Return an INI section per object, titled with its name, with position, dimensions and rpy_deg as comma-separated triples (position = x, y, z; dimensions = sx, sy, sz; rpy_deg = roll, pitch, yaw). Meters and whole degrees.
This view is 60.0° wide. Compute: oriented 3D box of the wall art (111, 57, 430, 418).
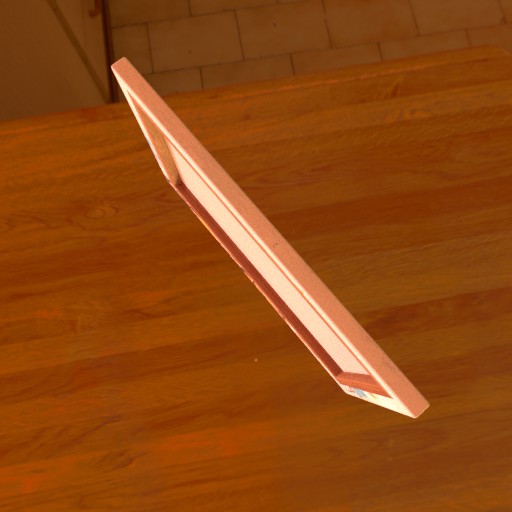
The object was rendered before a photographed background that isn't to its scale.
[wall art]
position = 0.000, 0.000, 1.149
dimensions = 0.038, 0.609, 0.913
rpy_deg = -39, 80, -8
